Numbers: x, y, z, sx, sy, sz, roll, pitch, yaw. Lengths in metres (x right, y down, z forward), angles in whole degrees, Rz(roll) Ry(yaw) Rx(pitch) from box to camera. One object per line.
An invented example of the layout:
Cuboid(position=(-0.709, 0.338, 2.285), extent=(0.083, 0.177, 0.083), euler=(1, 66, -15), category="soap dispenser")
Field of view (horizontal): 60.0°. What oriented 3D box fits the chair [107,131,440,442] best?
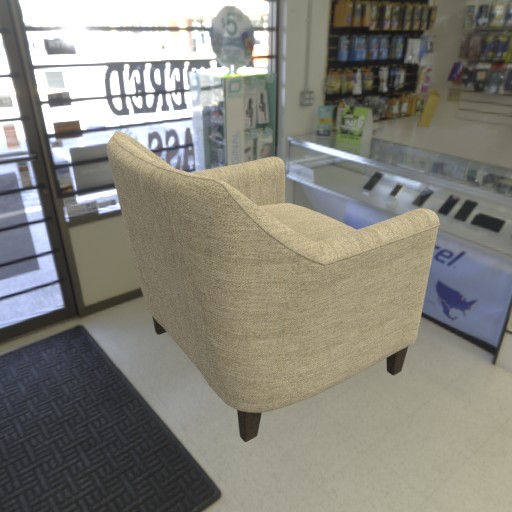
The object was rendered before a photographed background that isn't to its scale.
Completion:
Cuboid(position=(0.000, 0.000, 1.422), extent=(0.758, 0.761, 0.796), euler=(-17, 32, -30), category="chair")
